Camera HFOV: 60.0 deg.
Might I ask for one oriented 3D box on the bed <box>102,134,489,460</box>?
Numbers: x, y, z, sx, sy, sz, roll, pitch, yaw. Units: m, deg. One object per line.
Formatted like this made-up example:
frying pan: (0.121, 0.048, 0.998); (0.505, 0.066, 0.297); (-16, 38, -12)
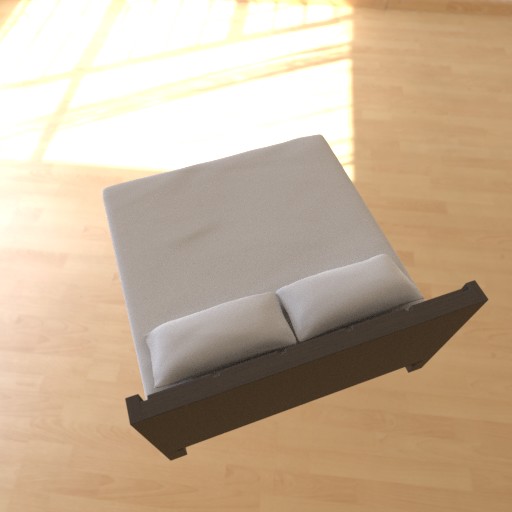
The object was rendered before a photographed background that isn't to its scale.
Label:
bed: (0.000, 0.000, 3.525); (2.143, 1.261, 2.238); (-17, 59, -10)
